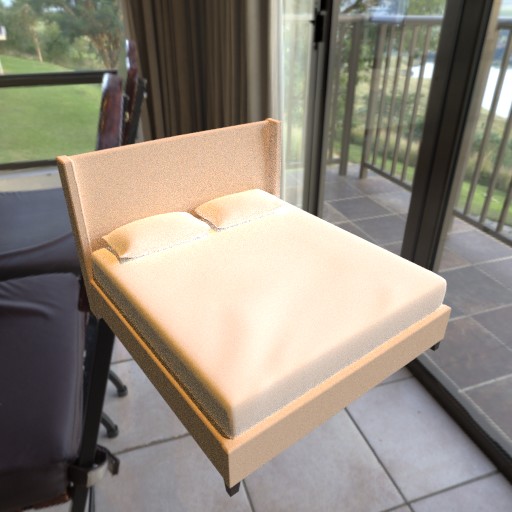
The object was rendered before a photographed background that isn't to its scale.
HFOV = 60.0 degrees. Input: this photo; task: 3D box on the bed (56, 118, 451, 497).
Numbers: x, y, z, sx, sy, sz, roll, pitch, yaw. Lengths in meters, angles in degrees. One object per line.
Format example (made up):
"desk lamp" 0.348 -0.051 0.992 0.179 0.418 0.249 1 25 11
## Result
"bed" 0.000 0.000 3.553 2.145 1.471 2.293 -21 36 -32
